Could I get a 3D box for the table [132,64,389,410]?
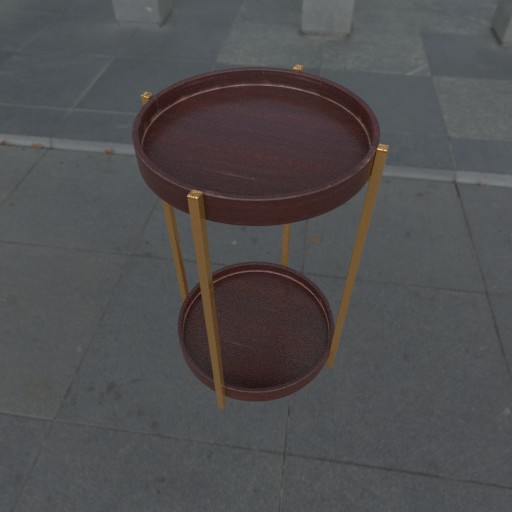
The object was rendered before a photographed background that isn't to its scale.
[{"bbox_3d":[0.000,0.000,0.892,0.400,0.610,0.400,17,50,15],"label":"table"}]
